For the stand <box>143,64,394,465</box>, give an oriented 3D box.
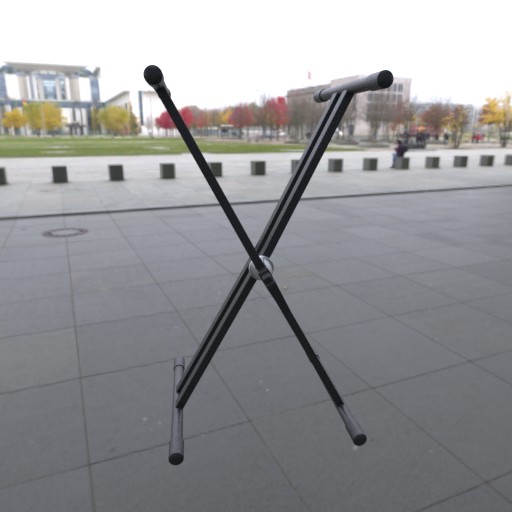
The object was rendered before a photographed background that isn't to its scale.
[{"bbox_3d":[0.000,0.000,1.218,0.503,0.900,0.495,-2,16,-8],"label":"stand"}]
